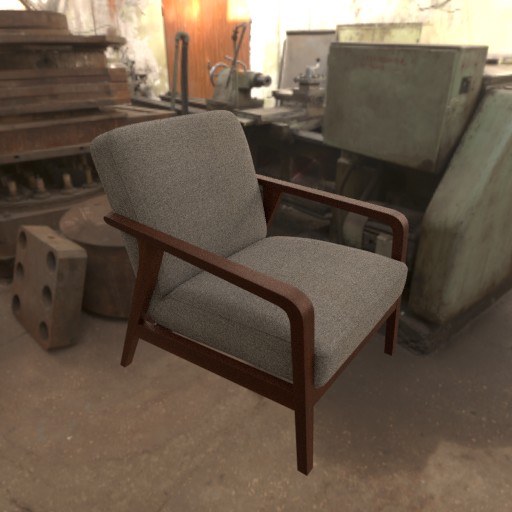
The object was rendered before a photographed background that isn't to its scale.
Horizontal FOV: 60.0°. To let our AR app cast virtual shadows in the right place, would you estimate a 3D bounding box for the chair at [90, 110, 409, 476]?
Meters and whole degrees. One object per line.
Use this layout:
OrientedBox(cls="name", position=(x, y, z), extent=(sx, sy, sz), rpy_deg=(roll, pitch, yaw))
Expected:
OrientedBox(cls="chair", position=(0.000, 0.000, 1.488), extent=(0.858, 0.847, 0.704), rpy_deg=(17, 31, 32))
